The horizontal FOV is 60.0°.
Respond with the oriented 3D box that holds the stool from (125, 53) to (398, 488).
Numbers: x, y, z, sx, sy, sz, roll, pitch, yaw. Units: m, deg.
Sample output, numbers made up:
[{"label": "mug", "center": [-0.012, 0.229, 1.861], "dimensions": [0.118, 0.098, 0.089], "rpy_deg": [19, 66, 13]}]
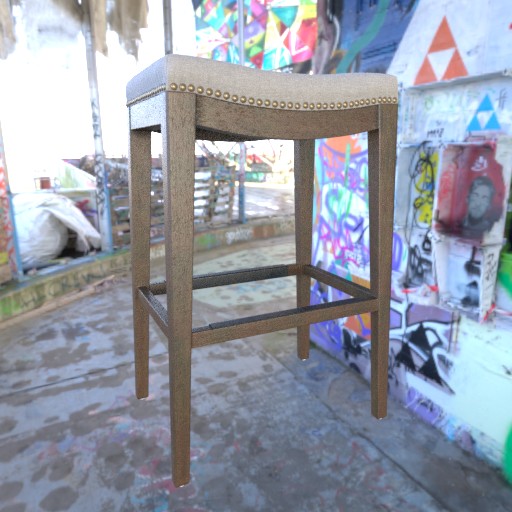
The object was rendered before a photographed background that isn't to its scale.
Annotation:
[{"label": "stool", "center": [0.000, 0.000, 0.994], "dimensions": [0.508, 0.762, 0.356], "rpy_deg": [-7, 15, -26]}]
